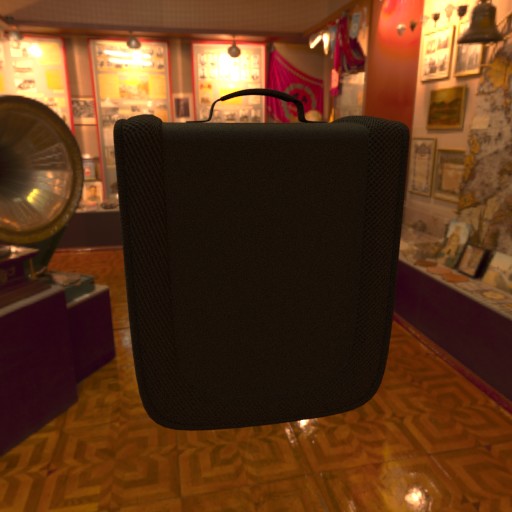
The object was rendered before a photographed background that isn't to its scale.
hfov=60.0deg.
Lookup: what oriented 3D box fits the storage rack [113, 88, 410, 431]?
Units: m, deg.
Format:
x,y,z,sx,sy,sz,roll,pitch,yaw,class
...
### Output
x,y,z,sx,sy,sz,roll,pitch,yaw,class
0.000,0.000,0.549,0.297,0.387,0.168,-3,16,-10,storage rack
